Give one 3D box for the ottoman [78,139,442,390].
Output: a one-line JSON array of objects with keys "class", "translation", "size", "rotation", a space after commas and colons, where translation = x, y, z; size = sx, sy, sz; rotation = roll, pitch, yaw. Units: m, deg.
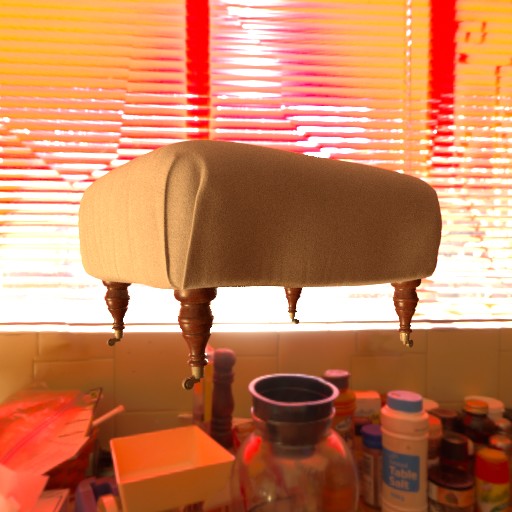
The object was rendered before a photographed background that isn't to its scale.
[{"class": "ottoman", "translation": [0.000, 0.000, 1.106], "size": [0.746, 0.450, 0.622], "rotation": [0, 0, -35]}]
